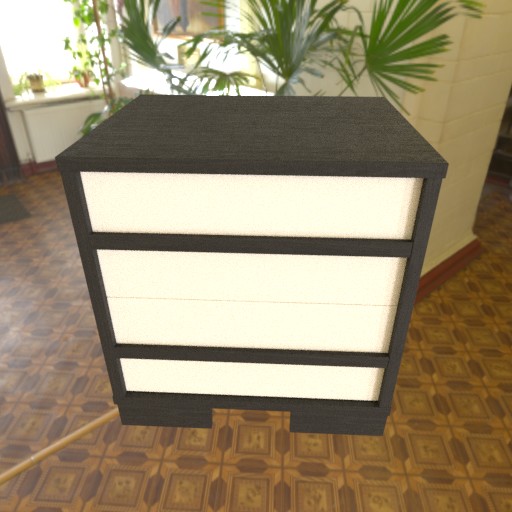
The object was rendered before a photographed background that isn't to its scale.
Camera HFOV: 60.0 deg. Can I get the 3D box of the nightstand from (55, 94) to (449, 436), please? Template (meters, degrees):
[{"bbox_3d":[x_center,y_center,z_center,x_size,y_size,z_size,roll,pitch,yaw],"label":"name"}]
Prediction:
[{"bbox_3d":[0.000,0.000,0.741,0.427,0.448,0.347,2,31,3],"label":"nightstand"}]
